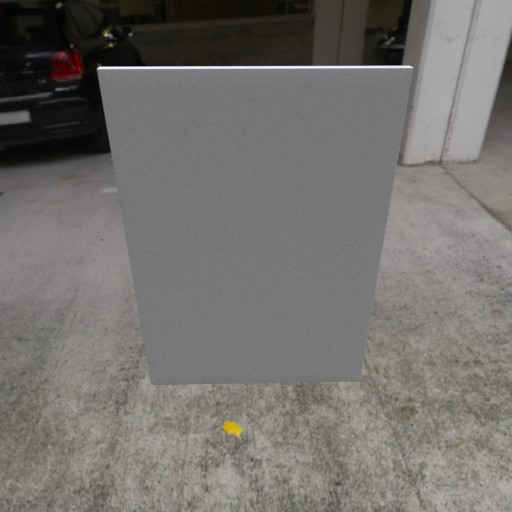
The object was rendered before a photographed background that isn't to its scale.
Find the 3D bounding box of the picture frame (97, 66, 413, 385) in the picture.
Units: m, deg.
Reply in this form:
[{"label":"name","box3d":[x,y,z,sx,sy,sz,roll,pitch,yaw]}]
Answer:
[{"label":"picture frame","box3d":[0.000,0.000,0.674,0.381,0.534,0.012,-1,31,-1]}]
